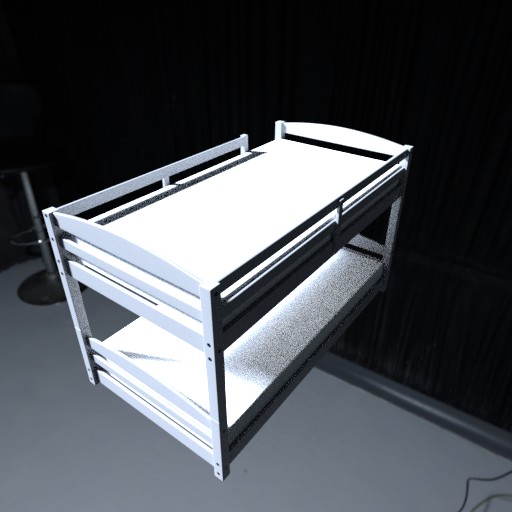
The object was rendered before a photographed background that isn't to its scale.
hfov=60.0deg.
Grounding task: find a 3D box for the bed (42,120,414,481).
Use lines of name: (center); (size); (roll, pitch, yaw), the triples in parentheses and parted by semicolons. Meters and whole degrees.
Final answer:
bed: (0.000, 0.000, 2.825); (1.105, 1.206, 2.013); (22, 38, 31)
